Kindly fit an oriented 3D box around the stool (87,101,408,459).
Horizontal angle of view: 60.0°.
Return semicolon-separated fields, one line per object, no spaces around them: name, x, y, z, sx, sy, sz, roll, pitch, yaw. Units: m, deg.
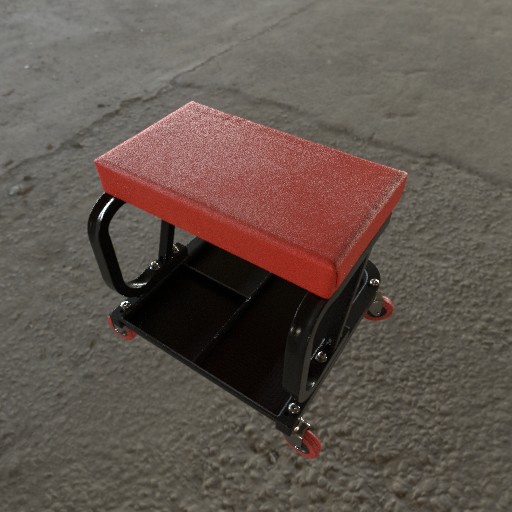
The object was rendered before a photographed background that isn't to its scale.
stool;0.000;0.000;0.735;0.446;0.380;0.371;25;51;23
